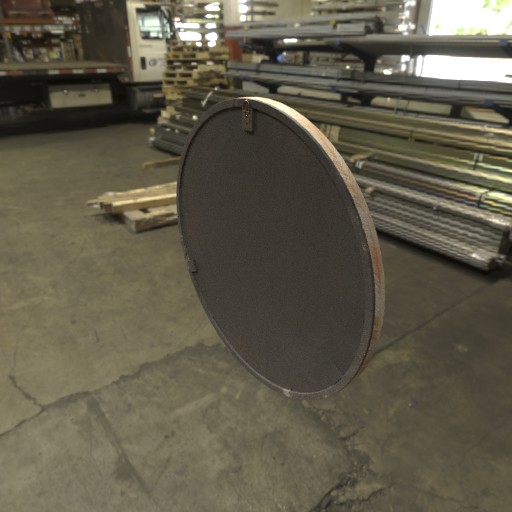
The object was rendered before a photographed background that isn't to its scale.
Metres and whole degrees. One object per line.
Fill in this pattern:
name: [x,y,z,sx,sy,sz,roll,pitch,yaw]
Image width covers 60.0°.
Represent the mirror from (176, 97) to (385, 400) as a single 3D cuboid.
mirror: [0.000,0.000,1.053,0.038,0.710,0.710,-19,32,-33]
